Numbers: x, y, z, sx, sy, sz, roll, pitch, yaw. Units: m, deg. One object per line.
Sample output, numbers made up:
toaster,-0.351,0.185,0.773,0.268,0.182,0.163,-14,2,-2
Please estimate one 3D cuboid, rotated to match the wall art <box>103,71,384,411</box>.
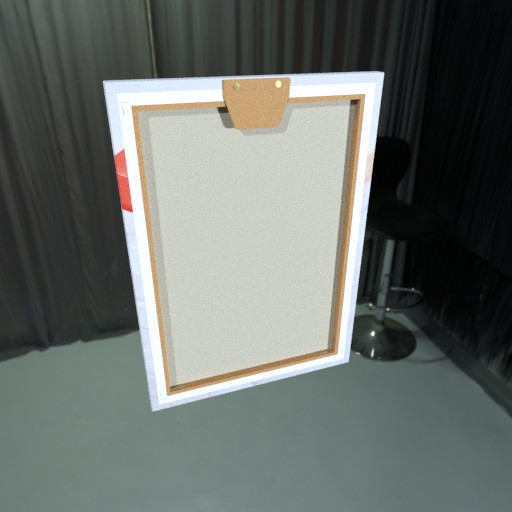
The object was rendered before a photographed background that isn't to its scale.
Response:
wall art,0.000,0.000,1.123,0.613,0.848,0.036,-9,29,-17
